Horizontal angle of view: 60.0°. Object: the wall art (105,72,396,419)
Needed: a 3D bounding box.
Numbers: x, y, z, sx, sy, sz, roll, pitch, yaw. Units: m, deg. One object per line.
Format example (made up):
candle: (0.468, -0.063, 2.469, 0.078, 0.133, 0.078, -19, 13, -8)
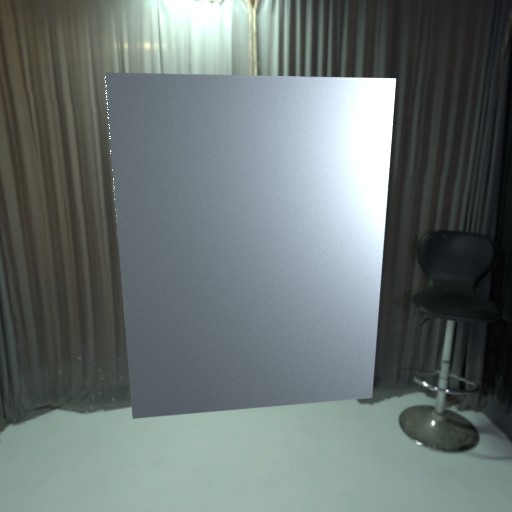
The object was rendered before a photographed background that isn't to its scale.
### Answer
wall art: (0.000, 0.000, 0.753, 0.444, 0.569, 0.025, -2, 15, -8)
